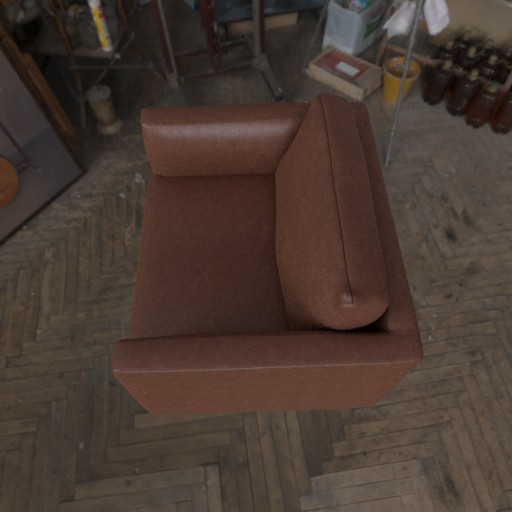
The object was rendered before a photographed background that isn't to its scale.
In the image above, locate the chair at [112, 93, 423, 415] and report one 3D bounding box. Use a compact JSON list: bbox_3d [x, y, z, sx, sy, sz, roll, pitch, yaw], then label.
[{"bbox_3d":[0.000,0.000,1.786,0.959,0.917,1.107,-2,60,-1],"label":"chair"}]
